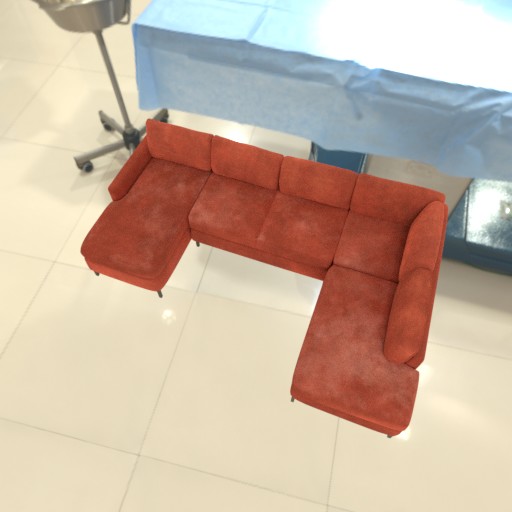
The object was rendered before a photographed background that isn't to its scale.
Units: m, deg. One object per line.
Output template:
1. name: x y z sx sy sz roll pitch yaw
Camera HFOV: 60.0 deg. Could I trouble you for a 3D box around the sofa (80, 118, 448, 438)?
1. sofa: 0.000 0.000 3.816 2.971 0.858 1.981 17 59 11
